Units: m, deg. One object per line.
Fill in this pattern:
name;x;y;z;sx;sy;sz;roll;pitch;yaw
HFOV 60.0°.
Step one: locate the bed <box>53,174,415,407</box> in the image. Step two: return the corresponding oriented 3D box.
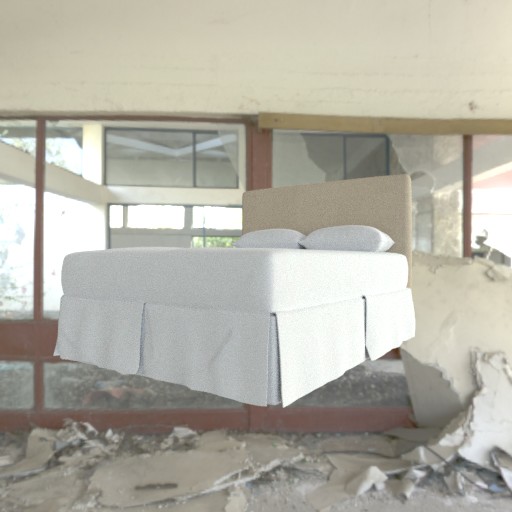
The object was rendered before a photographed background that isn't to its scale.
bed;0.000;0.000;3.161;1.723;1.330;2.142;0;0;35
